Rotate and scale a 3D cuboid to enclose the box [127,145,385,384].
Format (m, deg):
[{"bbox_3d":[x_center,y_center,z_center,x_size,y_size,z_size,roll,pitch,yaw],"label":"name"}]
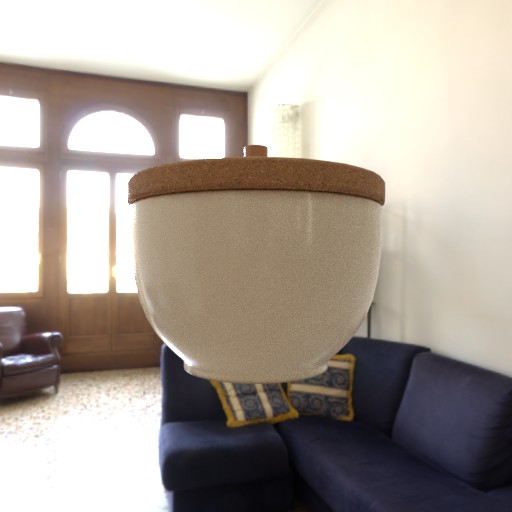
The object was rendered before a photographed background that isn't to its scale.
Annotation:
[{"bbox_3d":[0.000,0.000,0.191,0.107,0.094,0.107,0,-1,0],"label":"box"}]
